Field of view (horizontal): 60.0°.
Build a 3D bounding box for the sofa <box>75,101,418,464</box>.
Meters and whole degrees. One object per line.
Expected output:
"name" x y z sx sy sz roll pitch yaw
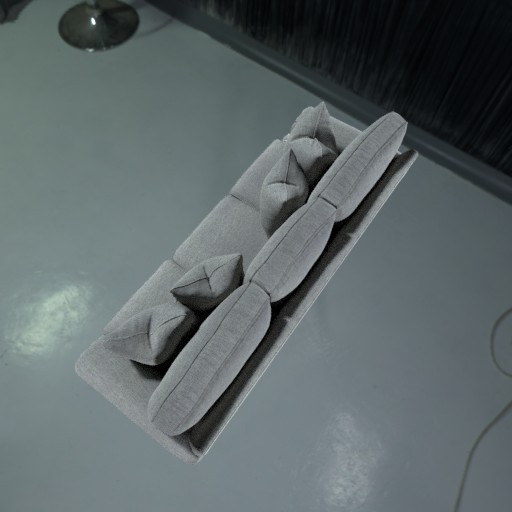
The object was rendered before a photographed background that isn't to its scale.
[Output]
"sofa" 0.000 0.000 2.747 0.965 0.975 2.312 33 68 15
